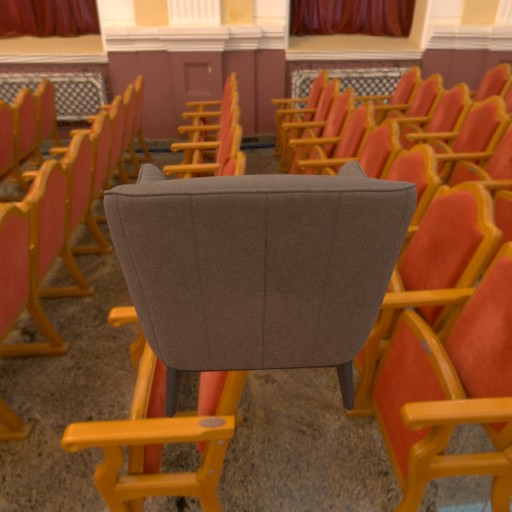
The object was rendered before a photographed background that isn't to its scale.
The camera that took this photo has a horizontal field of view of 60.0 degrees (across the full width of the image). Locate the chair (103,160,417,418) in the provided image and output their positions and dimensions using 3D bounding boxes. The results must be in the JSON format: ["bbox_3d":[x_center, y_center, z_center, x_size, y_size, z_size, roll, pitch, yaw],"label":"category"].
[{"bbox_3d":[0.000,0.000,1.511,0.871,0.830,0.852,-1,30,-2],"label":"chair"}]
